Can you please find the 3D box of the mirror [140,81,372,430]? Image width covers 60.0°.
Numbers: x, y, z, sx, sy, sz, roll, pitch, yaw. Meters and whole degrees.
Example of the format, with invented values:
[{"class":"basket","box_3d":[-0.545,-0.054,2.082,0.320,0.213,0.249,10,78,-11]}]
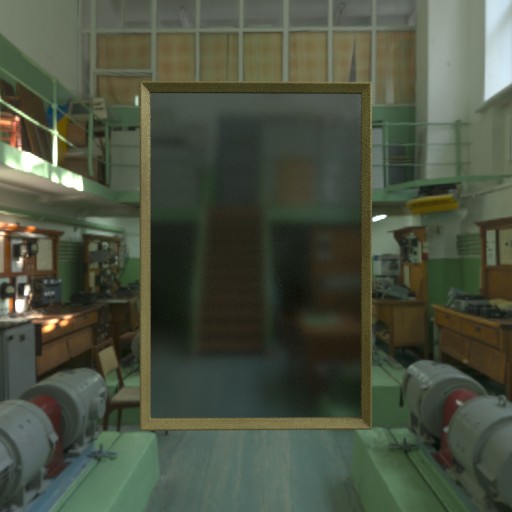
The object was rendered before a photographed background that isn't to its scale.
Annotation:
[{"class":"mirror","box_3d":[0.000,0.000,1.183,0.609,0.915,0.041,0,0,-1]}]
